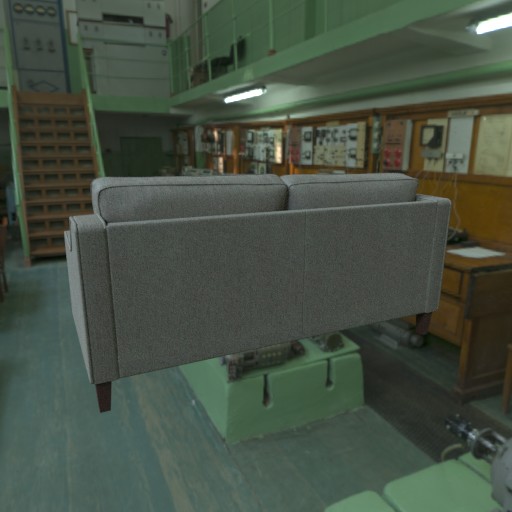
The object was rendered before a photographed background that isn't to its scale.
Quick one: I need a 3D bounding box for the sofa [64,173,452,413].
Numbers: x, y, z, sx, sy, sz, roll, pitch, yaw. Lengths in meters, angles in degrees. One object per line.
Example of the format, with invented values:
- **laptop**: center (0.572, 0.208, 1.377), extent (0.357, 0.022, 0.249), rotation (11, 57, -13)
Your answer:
- **sofa**: center (0.000, 0.000, 2.822), extent (2.181, 1.074, 1.073), rotation (-7, 15, -25)
